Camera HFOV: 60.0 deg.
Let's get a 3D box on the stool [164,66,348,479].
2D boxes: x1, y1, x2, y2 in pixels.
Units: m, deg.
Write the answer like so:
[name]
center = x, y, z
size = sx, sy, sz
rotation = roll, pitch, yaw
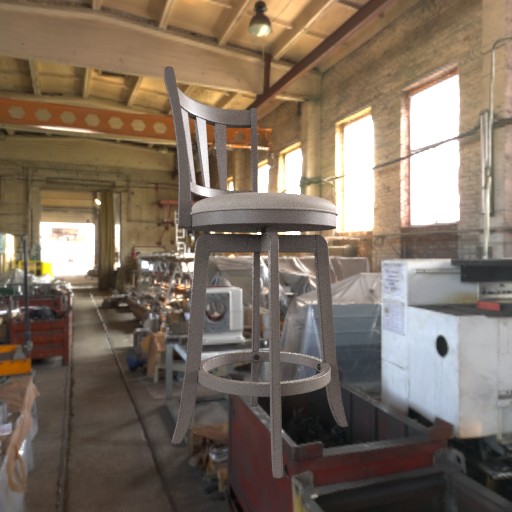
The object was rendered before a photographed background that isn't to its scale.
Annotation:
[stool]
center = 0.000, 0.000, 1.287
size = 0.475, 1.023, 0.436
rotation = 0, 0, 35
